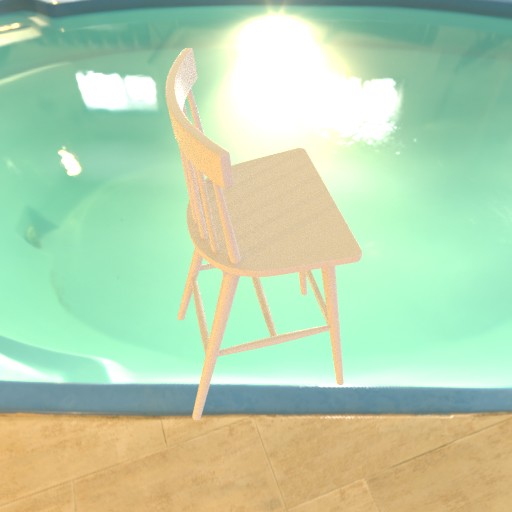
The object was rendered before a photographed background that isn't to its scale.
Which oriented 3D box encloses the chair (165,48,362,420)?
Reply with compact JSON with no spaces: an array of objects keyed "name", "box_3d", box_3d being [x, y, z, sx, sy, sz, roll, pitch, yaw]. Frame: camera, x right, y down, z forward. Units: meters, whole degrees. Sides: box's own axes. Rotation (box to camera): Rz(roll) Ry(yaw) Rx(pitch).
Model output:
[{"name":"chair","box_3d":[0.000,0.000,1.365,0.572,1.092,0.483,-10,48,-9]}]
